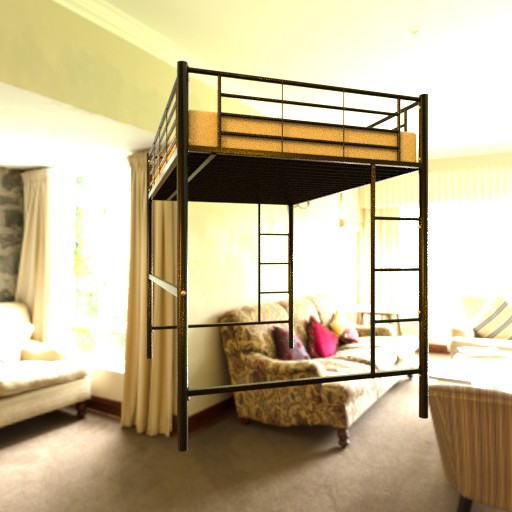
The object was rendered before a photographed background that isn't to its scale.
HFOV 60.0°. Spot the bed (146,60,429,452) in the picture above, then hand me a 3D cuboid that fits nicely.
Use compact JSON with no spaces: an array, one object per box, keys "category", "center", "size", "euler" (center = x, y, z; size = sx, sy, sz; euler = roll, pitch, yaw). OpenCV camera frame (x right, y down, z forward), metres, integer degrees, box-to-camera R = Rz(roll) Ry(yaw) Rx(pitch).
[{"category":"bed","center":[0.000,0.000,3.194],"size":[1.397,1.803,1.994],"euler":[0,0,-18]}]
